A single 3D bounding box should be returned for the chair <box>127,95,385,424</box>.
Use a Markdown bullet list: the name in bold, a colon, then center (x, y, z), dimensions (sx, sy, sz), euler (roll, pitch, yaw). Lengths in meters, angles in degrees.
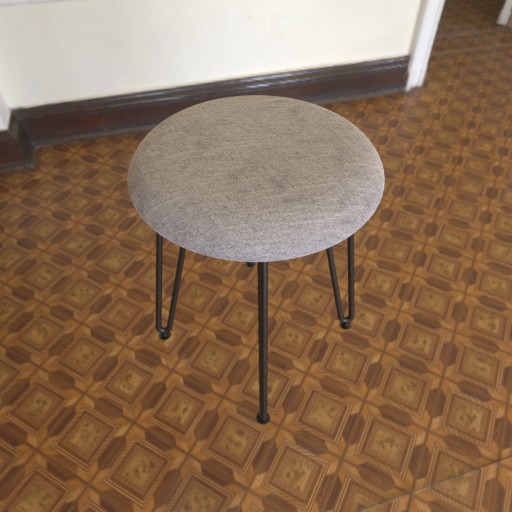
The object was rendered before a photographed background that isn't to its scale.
- **chair**: center (0.000, 0.000, 0.658), dimensions (0.350, 0.386, 0.350), euler (-3, 47, -3)
